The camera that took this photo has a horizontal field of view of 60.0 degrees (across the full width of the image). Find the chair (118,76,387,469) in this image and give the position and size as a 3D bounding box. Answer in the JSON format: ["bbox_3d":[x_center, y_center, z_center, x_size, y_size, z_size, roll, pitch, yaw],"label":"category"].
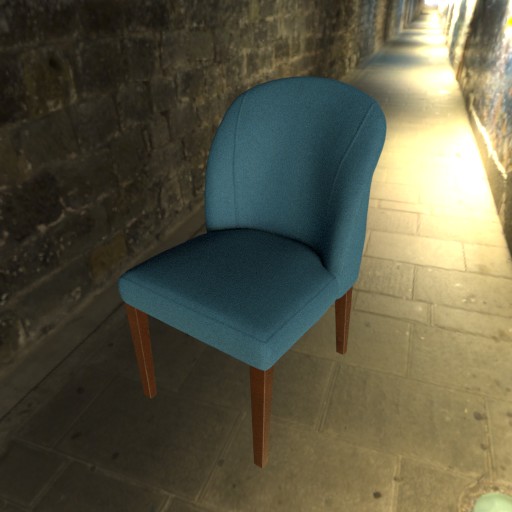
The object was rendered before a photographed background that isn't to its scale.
[{"bbox_3d":[0.000,0.000,1.256,0.507,0.879,0.620,19,35,29],"label":"chair"}]
